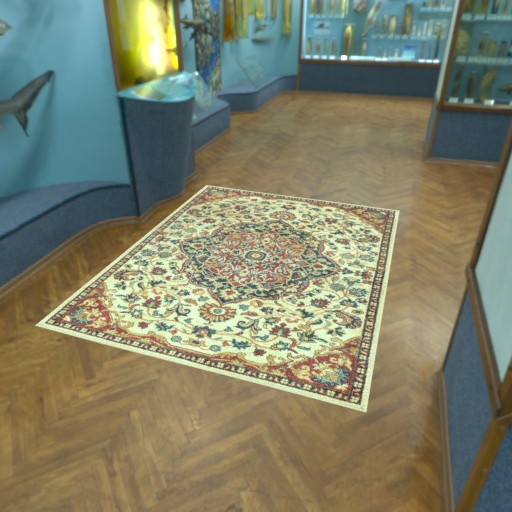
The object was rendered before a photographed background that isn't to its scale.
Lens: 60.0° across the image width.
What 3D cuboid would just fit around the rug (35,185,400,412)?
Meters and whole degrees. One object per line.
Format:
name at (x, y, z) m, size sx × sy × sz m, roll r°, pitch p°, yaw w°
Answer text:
rug at (0.000, 0.000, 4.233) m, size 2.454 × 0.005 × 3.067 m, roll 10°, pitch 32°, yaw 17°
